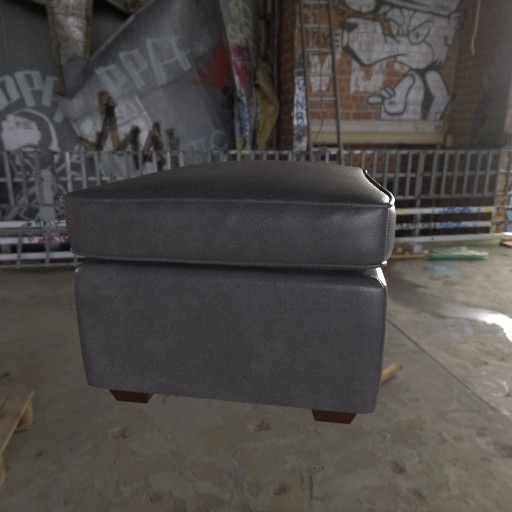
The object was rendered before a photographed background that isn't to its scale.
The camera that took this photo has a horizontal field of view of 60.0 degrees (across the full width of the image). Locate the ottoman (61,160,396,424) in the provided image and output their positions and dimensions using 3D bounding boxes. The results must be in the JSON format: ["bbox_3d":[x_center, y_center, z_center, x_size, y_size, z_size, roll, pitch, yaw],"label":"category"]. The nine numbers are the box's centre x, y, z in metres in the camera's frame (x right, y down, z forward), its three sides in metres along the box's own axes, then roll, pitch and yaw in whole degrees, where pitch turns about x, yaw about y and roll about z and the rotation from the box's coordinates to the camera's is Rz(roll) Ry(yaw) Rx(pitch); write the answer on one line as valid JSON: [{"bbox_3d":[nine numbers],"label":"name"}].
[{"bbox_3d":[0.000,0.000,1.087,0.554,0.445,0.756,2,15,9],"label":"ottoman"}]
